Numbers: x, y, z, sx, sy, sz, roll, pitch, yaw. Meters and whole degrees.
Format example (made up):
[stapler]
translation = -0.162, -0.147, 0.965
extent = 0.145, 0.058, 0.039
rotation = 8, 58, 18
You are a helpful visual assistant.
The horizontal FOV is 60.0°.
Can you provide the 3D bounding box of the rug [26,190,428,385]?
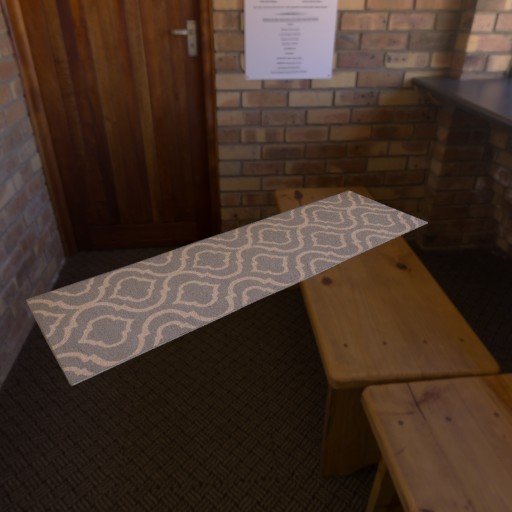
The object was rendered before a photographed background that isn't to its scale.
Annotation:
[rug]
translation = 0.000, 0.000, 2.493
extent = 2.275, 0.009, 0.684
rotation = -21, 37, -31
